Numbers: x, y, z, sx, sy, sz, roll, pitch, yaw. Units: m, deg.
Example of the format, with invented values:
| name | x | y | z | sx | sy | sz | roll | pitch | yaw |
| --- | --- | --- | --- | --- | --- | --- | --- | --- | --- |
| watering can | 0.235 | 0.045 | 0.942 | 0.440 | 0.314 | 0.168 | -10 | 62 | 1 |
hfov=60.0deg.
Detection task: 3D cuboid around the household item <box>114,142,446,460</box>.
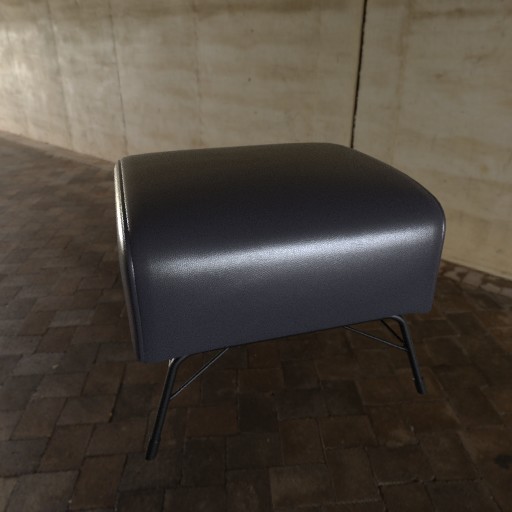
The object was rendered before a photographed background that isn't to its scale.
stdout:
| name | x | y | z | sx | sy | sz | roll | pitch | yaw |
| --- | --- | --- | --- | --- | --- | --- | --- | --- | --- |
| household item | 0.000 | 0.000 | 0.914 | 0.530 | 0.410 | 0.530 | -8 | 27 | -15 |
